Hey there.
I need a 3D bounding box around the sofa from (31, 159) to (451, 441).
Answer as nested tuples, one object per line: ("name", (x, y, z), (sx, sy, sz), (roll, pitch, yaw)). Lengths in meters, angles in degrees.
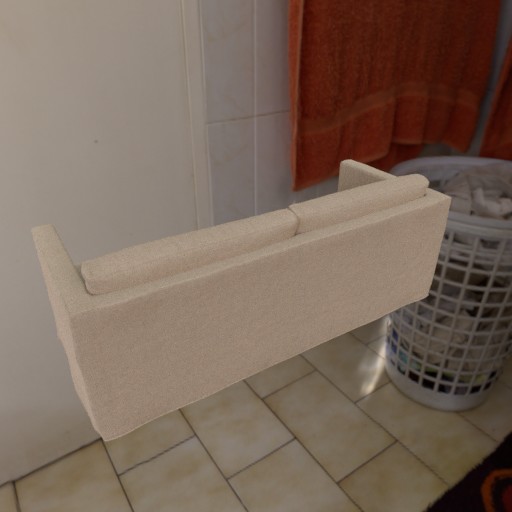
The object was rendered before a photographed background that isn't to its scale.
("sofa", (0.000, 0.000, 2.690), (2.312, 0.853, 0.962), (-17, 34, -28))
